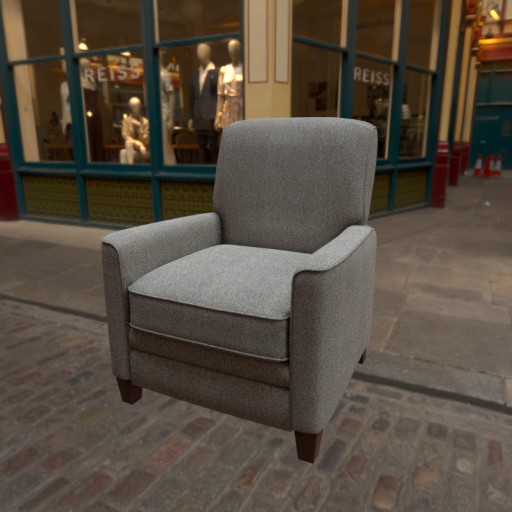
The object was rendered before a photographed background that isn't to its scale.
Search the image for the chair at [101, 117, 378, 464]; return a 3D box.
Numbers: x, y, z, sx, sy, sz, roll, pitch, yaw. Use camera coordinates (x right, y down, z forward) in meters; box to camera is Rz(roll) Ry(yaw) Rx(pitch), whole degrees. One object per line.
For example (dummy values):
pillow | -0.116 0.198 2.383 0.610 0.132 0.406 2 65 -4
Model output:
chair | 0.000 0.000 1.687 0.841 1.028 0.858 7 17 25
